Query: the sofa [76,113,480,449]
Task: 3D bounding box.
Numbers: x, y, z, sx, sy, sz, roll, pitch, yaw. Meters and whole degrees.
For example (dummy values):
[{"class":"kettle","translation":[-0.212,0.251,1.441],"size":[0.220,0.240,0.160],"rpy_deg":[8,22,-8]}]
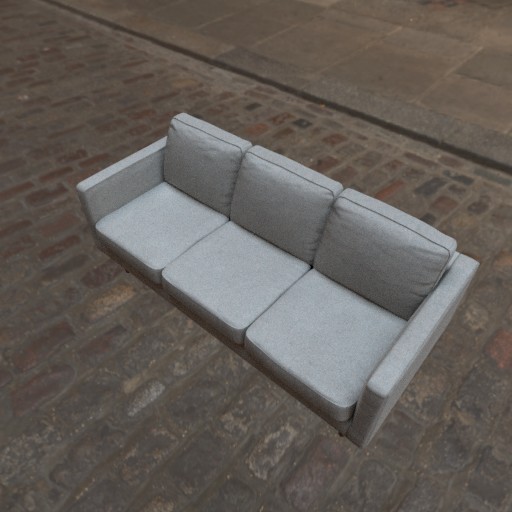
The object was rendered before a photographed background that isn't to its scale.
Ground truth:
[{"class":"sofa","translation":[0.000,0.000,2.465],"size":[1.983,0.918,0.944],"rpy_deg":[31,53,27]}]
